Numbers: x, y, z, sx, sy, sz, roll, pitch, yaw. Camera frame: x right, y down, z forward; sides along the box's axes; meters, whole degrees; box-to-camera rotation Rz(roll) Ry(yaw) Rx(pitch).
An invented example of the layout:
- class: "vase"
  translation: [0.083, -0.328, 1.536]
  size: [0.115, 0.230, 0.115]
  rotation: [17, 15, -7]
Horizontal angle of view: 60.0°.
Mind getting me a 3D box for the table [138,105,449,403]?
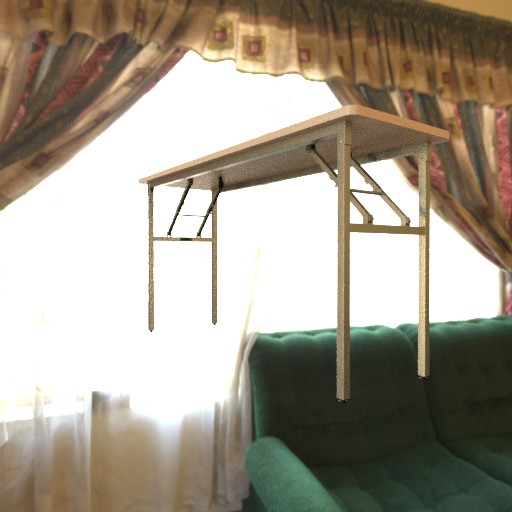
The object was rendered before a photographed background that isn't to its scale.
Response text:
- class: "table"
  translation: [0.000, 0.000, 1.764]
  size: [0.446, 0.750, 1.397]
  rotation: [0, 1, -36]
